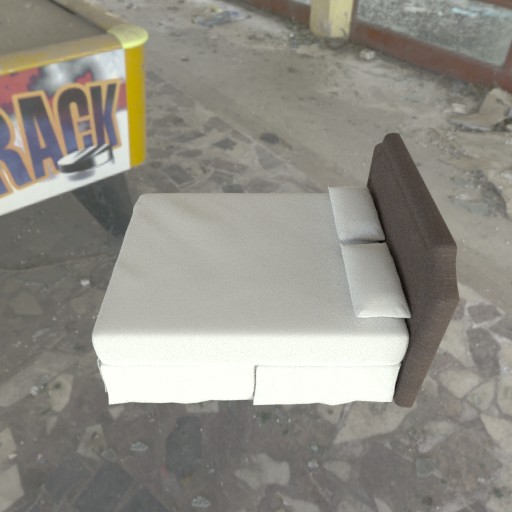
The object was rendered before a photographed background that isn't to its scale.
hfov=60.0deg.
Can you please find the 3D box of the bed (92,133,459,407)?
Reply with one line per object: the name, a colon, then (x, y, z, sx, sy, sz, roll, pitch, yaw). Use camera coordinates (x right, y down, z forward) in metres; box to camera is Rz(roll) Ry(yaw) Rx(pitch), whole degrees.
bed: (0.000, 0.000, 3.187, 2.116, 1.290, 1.693, 0, 42, 0)
